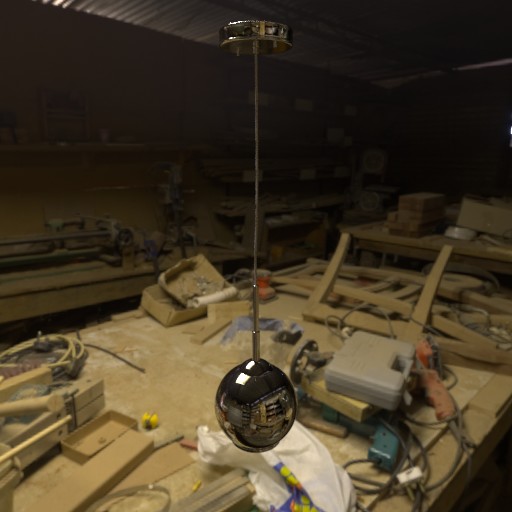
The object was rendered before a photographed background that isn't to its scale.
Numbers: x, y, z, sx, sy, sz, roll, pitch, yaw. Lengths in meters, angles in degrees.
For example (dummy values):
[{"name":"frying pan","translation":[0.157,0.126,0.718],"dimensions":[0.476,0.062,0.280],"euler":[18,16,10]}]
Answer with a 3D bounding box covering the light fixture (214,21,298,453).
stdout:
[{"name":"light fixture","translation":[0.000,0.000,1.655],"dimensions":[0.336,1.538,0.336],"euler":[-13,18,-43]}]
